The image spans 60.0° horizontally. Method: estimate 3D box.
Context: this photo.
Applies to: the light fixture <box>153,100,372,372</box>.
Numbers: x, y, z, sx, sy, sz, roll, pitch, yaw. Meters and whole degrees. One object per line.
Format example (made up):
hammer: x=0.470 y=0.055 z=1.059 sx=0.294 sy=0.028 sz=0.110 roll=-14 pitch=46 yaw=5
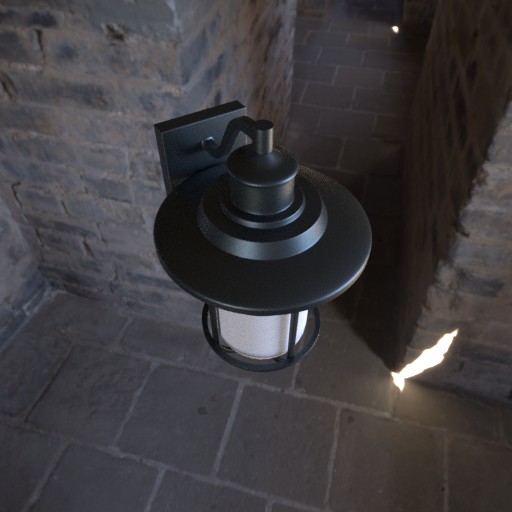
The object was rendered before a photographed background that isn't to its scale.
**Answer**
light fixture: x=0.000 y=0.000 z=0.511 sx=0.222 sy=0.345 sz=0.252 roll=-24 pitch=51 yaw=-21
